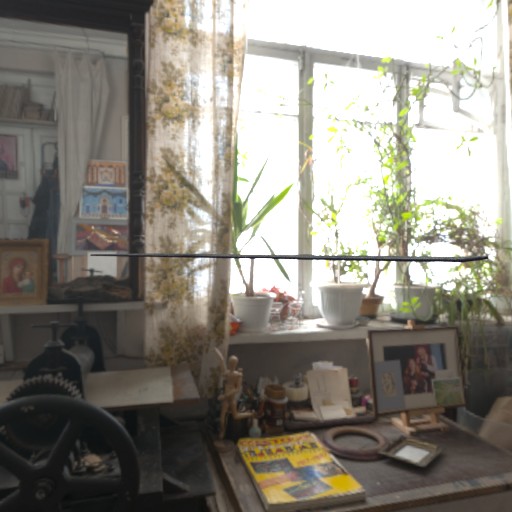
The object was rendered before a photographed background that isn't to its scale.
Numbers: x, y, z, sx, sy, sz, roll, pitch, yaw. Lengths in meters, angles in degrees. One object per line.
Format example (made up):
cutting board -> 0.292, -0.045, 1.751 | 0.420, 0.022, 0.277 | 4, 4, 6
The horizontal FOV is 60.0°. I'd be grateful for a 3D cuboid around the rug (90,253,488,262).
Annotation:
rug -> 0.000, 0.000, 2.519 | 2.283, 0.016, 0.602 | 1, 1, 35
